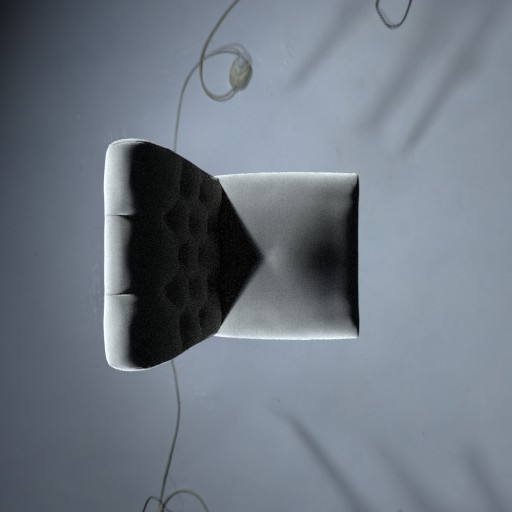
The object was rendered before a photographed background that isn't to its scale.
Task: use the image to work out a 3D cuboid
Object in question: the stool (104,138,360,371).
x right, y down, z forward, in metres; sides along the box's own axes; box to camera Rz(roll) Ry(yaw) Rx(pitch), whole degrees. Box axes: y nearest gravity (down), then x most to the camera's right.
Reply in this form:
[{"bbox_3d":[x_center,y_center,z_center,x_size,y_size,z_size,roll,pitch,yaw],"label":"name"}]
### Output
[{"bbox_3d":[0.000,0.000,1.377,0.601,1.040,0.493,0,90,1],"label":"stool"}]
